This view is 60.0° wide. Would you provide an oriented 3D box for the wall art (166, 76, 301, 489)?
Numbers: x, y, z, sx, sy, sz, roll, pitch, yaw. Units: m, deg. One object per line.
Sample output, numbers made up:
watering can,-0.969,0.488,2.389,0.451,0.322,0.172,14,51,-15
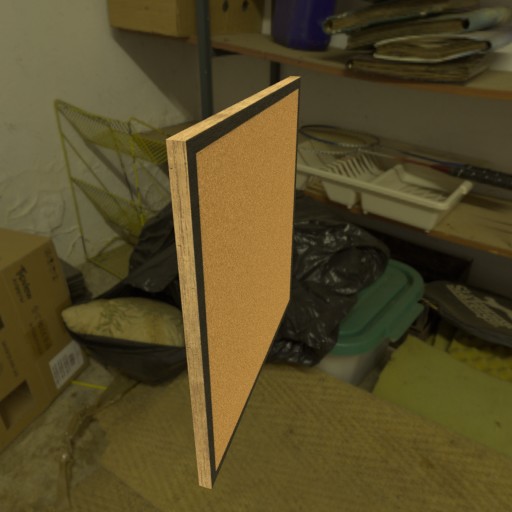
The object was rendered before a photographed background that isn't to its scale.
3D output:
wall art,0.000,0.000,1.013,0.029,0.691,0.695,8,30,15
